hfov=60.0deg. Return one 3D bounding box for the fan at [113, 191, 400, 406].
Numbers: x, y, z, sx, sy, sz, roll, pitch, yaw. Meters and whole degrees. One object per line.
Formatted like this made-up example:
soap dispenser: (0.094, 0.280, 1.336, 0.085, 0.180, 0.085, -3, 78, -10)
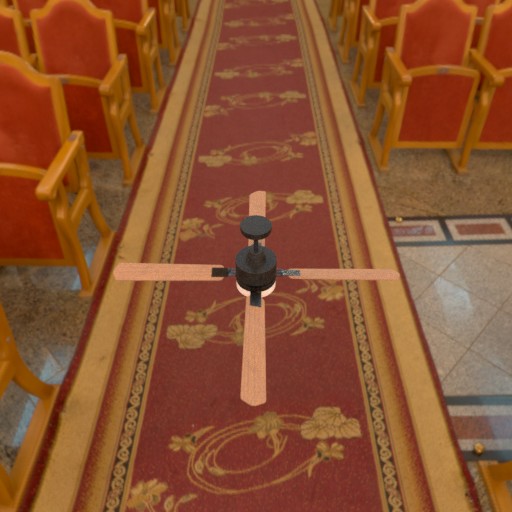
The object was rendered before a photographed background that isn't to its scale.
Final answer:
fan: (0.000, 0.000, 1.974, 1.320, 0.355, 1.320, 1, 43, 1)
